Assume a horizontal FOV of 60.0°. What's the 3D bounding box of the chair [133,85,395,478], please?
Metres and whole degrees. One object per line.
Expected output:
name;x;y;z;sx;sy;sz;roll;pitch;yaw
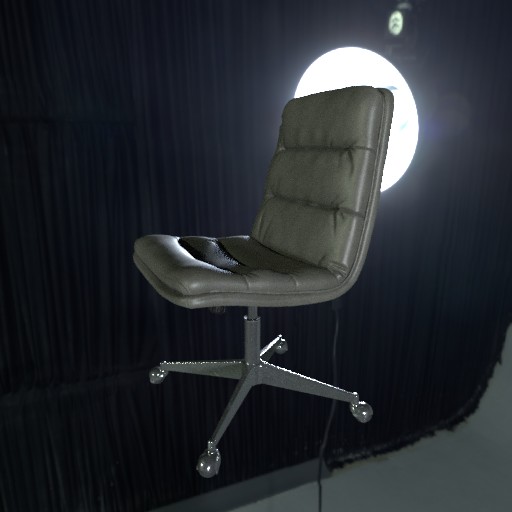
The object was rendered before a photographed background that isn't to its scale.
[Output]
chair;0.000;0.000;1.012;0.485;0.738;0.422;-7;16;-27
